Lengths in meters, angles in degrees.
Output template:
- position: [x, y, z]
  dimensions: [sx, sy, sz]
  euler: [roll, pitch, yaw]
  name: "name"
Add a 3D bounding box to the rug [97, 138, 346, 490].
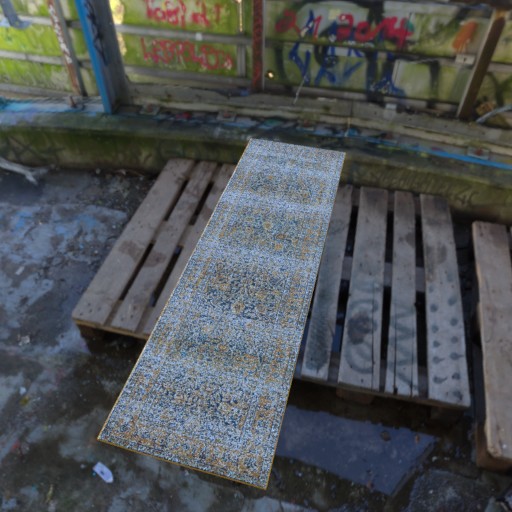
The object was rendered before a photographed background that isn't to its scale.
- position: [0.000, 0.000, 2.474]
  dimensions: [0.704, 0.014, 2.294]
  euler: [11, 48, 10]
  name: "rug"
